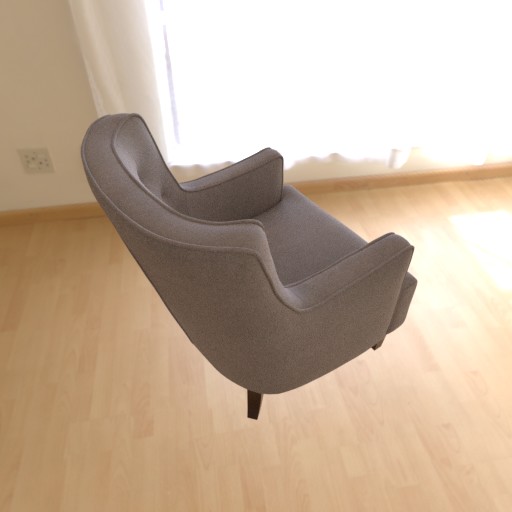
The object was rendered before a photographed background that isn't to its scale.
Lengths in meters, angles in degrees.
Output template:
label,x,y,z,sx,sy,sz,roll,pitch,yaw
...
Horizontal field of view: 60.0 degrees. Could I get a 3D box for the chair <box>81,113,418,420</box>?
label,x,y,z,sx,sy,sz,roll,pitch,yaw
chair,0.000,0.000,1.533,0.910,0.919,0.781,-25,48,-25
